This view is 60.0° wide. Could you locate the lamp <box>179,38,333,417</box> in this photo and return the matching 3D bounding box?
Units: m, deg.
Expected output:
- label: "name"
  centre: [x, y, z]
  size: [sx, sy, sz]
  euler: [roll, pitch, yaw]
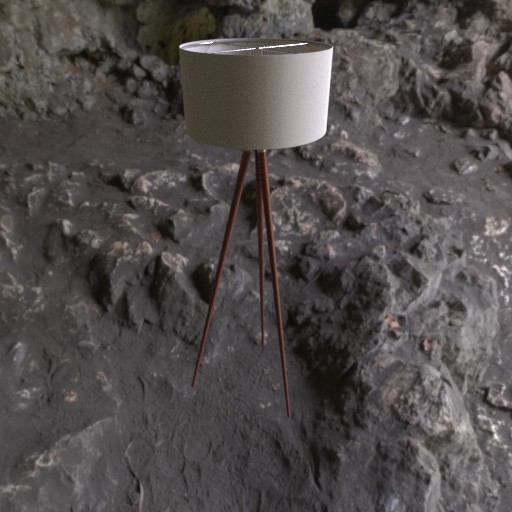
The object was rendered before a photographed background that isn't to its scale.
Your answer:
- label: "lamp"
  centre: [0.000, 0.000, 1.802]
  size: [0.483, 1.553, 0.483]
  euler: [-23, 38, -33]
